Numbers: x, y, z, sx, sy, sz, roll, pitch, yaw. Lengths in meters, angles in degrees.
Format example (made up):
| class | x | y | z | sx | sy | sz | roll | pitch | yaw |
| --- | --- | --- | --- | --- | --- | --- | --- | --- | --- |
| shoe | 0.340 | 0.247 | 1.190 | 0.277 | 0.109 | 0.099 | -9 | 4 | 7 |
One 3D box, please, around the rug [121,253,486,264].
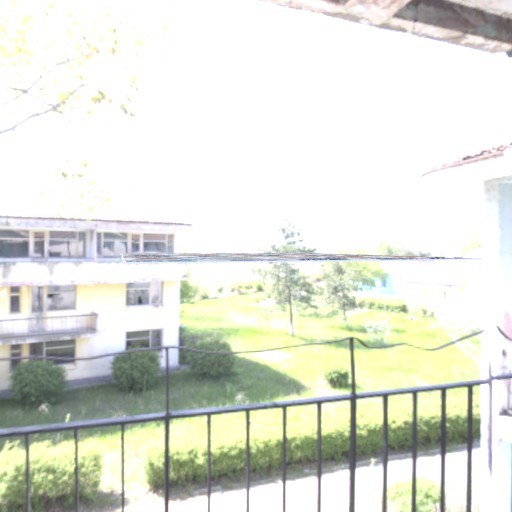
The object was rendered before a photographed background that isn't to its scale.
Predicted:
| class | x | y | z | sx | sy | sz | roll | pitch | yaw |
| --- | --- | --- | --- | --- | --- | --- | --- | --- | --- |
| rug | 0.000 | 0.000 | 4.160 | 2.423 | 0.014 | 3.040 | 0 | 1 | -17 |
